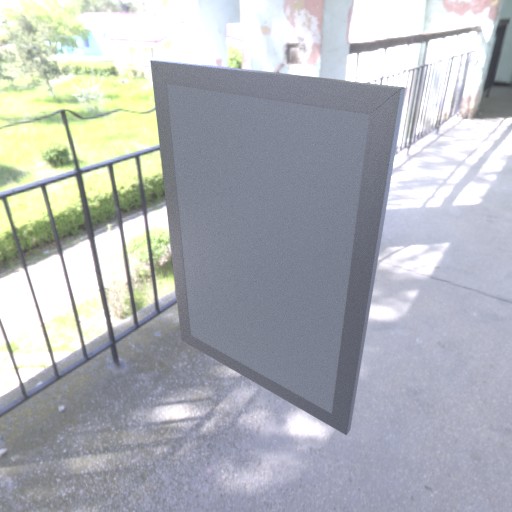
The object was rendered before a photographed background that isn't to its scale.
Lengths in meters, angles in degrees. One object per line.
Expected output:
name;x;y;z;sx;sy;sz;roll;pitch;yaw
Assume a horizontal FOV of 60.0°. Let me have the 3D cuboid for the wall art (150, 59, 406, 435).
wall art;0.000;0.000;0.681;0.376;0.529;0.013;21;36;32
